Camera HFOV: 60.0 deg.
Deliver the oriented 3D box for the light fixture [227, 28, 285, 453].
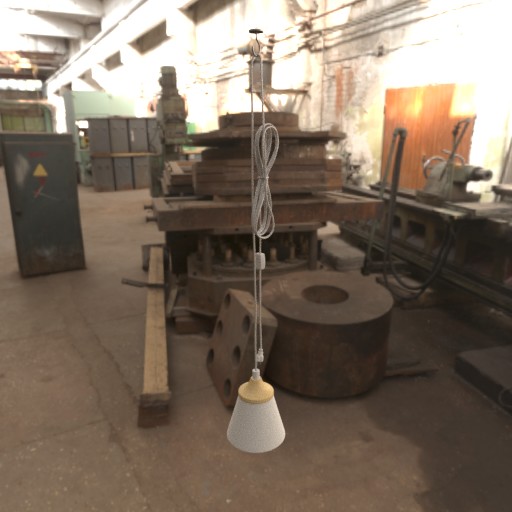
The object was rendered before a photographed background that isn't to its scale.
[{"bbox_3d":[0.000,0.000,1.042,0.153,0.966,0.153,-8,17,-27],"label":"light fixture"}]
